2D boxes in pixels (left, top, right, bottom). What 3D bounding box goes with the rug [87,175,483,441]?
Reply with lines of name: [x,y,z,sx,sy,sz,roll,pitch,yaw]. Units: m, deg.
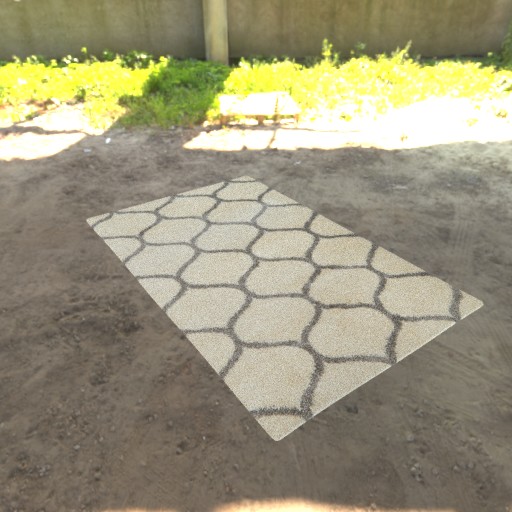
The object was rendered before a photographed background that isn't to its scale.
rug: [0.000,0.000,2.940,1.501,0.024,2.348,-21,38,-30]
